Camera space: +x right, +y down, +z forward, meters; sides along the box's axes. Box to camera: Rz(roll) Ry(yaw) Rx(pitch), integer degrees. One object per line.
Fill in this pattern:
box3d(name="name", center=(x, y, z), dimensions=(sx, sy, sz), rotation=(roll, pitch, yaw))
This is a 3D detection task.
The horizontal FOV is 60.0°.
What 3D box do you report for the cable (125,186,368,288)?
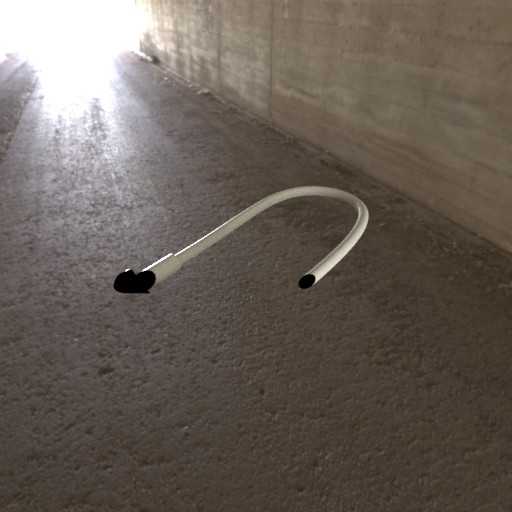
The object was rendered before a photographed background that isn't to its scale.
box3d(name="cable", center=(0.000, 0.000, 0.110), dimensions=(0.041, 0.005, 0.098), rotation=(19, 35, 29))
